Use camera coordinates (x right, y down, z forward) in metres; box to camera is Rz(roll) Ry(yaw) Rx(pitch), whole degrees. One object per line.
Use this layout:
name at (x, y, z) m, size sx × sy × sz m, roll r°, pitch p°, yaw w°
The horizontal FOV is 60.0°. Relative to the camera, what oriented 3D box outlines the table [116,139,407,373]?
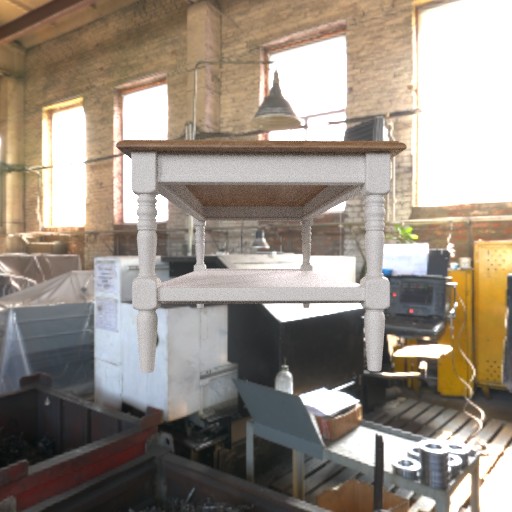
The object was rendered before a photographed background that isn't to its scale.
table at (0.000, 0.000, 1.411) m, size 0.559 × 0.458 × 1.118 m, roll 0°, pitch 0°, yaw -1°
